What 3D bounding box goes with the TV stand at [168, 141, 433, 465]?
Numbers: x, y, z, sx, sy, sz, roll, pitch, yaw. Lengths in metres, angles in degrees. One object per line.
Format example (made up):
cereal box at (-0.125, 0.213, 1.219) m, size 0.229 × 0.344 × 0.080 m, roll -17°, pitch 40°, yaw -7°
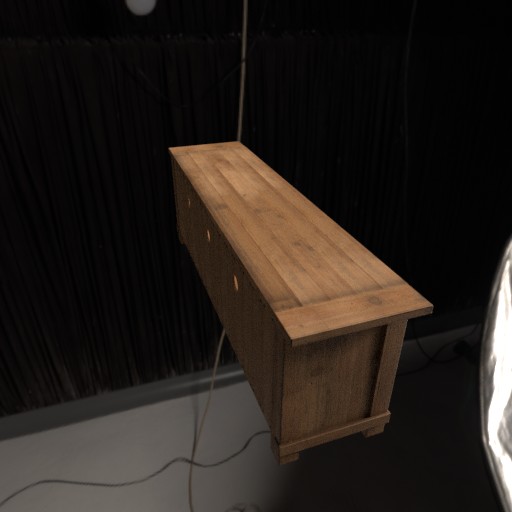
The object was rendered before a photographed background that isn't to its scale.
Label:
TV stand at (0.000, 0.000, 2.056) m, size 0.453 × 0.573 × 1.804 m, roll -10°, pitch 31°, yaw -17°
